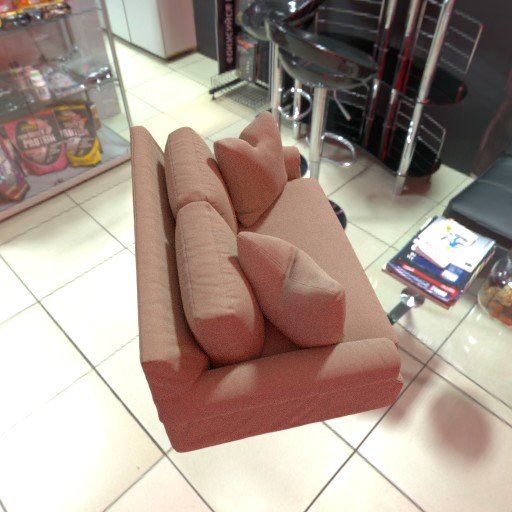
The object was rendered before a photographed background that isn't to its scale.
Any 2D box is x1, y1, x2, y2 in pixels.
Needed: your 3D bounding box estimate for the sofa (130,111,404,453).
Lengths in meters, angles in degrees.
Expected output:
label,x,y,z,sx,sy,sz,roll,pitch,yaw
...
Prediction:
label,x,y,z,sx,sy,sz,roll,pitch,yaw
sofa,0.000,0.000,2.186,1.070,0.905,1.550,-9,48,-8
